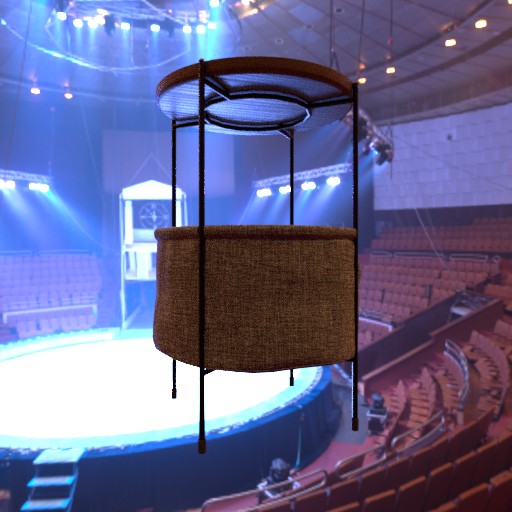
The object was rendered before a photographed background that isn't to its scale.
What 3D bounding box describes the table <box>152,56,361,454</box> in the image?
[{"bbox_3d":[0.000,0.000,0.878,0.400,0.623,0.400,0,0,-19],"label":"table"}]
